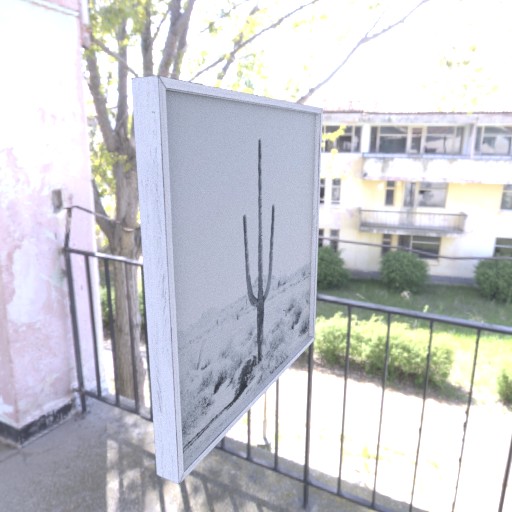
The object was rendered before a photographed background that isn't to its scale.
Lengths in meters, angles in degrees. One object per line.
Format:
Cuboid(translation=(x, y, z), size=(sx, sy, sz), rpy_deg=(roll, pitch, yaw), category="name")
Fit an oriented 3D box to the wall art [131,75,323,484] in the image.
Cuboid(translation=(0.000, 0.000, 0.752), size=(0.038, 0.508, 0.508), rpy_deg=(7, 16, 27), category="wall art")
